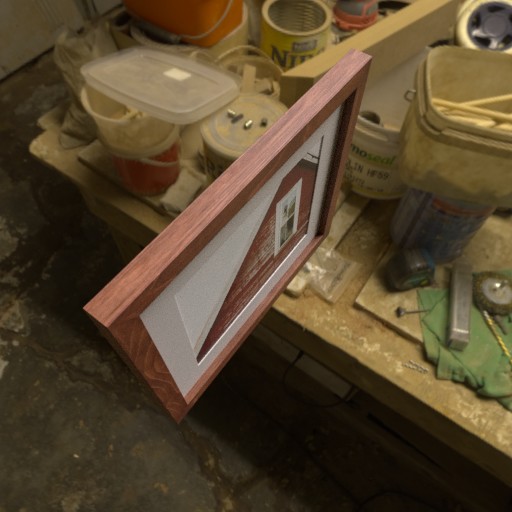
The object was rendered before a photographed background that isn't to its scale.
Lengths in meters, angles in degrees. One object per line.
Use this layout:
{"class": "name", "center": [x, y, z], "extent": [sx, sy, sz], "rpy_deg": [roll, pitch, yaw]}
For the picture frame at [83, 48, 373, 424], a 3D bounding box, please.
{"class": "picture frame", "center": [0.000, 0.000, 0.532], "extent": [0.025, 0.330, 0.381], "rpy_deg": [32, 64, 18]}
